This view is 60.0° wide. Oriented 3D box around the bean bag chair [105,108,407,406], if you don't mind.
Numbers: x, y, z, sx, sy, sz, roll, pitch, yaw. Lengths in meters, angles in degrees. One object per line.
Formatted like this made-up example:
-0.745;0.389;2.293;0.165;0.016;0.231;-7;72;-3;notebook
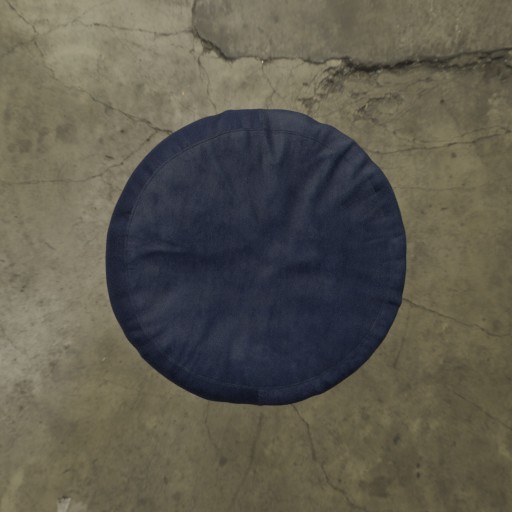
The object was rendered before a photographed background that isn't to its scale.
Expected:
0.000;0.000;1.970;1.219;0.762;1.219;0;91;-1;bean bag chair
